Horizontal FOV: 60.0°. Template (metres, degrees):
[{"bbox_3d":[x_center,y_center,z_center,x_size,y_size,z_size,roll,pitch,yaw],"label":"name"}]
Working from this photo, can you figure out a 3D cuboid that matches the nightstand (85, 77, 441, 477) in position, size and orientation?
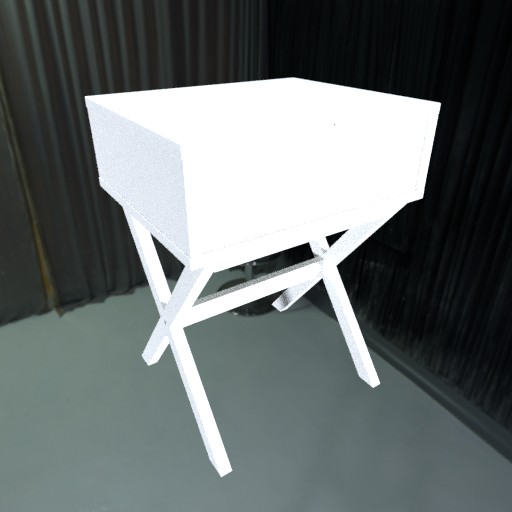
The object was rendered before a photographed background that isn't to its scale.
[{"bbox_3d":[0.000,0.000,0.923,0.479,0.623,0.402,-18,33,-29],"label":"nightstand"}]
